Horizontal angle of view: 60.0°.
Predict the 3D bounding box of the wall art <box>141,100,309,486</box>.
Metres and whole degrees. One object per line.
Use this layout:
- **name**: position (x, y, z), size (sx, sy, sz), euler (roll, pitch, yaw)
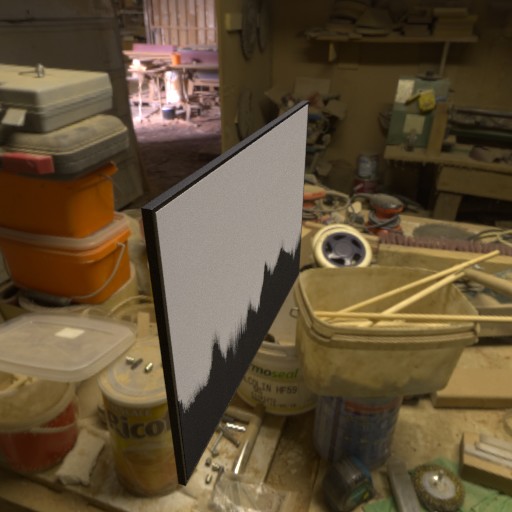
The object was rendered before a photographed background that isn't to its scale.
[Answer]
- **wall art**: position (0.000, 0.000, 1.214), size (0.019, 0.660, 0.957), euler (10, 31, 17)
